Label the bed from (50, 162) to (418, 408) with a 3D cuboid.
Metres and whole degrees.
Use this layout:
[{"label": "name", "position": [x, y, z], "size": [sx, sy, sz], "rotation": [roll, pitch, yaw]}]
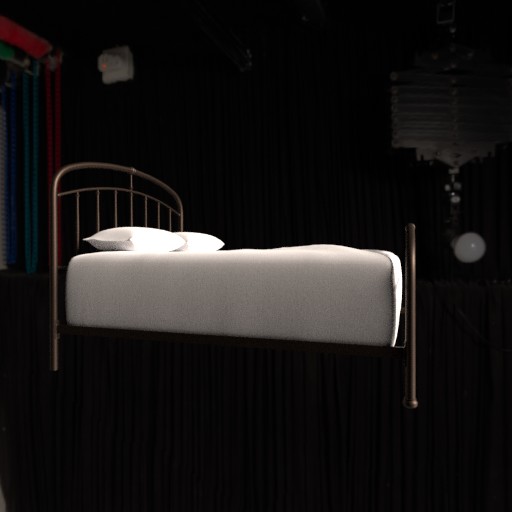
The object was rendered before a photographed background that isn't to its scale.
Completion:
[{"label": "bed", "position": [0.000, 0.000, 3.218], "size": [2.180, 1.425, 1.711], "rotation": [0, 0, 19]}]
